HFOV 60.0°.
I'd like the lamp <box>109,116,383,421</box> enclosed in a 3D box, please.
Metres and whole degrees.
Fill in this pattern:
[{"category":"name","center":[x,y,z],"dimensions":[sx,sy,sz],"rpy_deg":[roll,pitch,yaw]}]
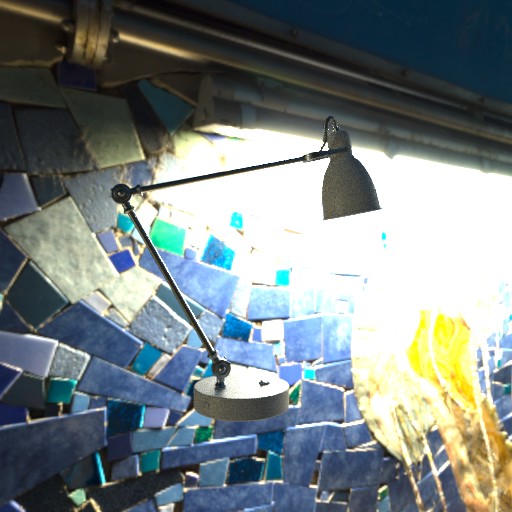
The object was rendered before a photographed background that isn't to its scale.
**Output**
[{"category":"lamp","center":[0.000,0.000,0.888],"dimensions":[0.561,0.587,0.187],"rpy_deg":[0,-1,-17]}]
